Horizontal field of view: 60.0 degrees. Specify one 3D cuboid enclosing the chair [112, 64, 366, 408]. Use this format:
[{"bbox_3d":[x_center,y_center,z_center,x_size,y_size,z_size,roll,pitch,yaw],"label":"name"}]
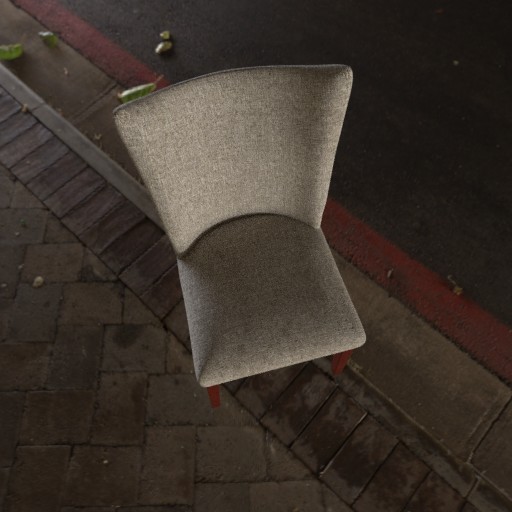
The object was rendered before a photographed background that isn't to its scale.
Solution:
[{"bbox_3d":[0.000,0.000,1.285,0.535,0.924,0.623,-13,64,-7],"label":"chair"}]
